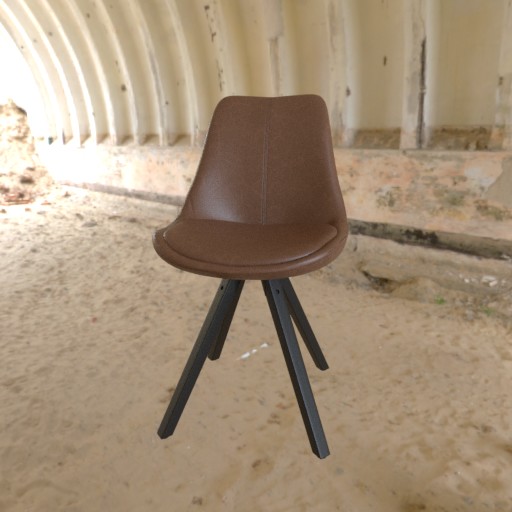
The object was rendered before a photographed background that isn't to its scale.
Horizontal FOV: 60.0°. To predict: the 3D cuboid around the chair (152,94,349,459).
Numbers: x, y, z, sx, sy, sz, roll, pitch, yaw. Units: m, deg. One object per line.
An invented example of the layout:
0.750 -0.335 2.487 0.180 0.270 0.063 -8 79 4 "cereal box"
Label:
0.000 0.000 1.177 0.475 0.850 0.550 3 15 10 "chair"
